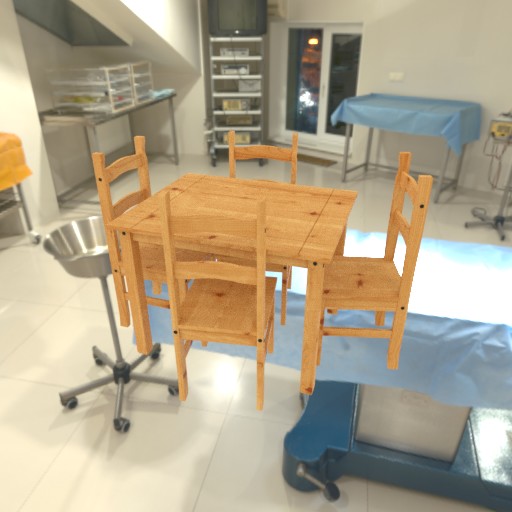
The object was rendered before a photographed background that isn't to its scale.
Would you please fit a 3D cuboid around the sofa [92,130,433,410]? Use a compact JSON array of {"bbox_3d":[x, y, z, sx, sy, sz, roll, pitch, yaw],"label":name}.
[{"bbox_3d":[0.000,0.000,2.239,1.529,1.000,1.144,9,29,17],"label":"sofa"}]
